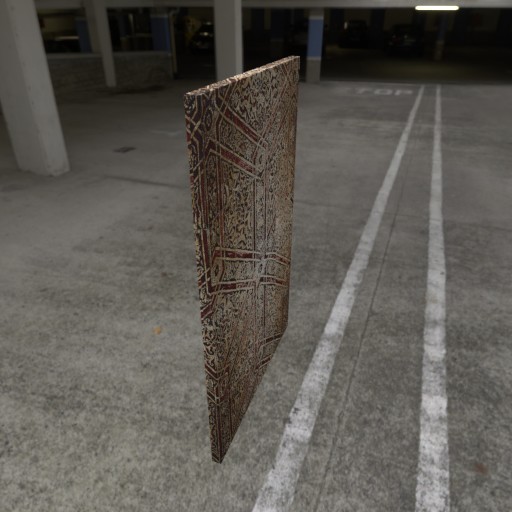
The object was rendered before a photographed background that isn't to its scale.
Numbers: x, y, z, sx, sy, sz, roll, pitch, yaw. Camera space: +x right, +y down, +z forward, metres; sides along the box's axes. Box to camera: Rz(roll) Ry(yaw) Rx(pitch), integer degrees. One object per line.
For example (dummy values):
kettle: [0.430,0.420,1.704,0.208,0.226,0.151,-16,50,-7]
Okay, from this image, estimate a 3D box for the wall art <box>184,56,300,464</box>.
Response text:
wall art: [0.000,0.000,1.162,0.030,0.904,0.599,10,31,17]
